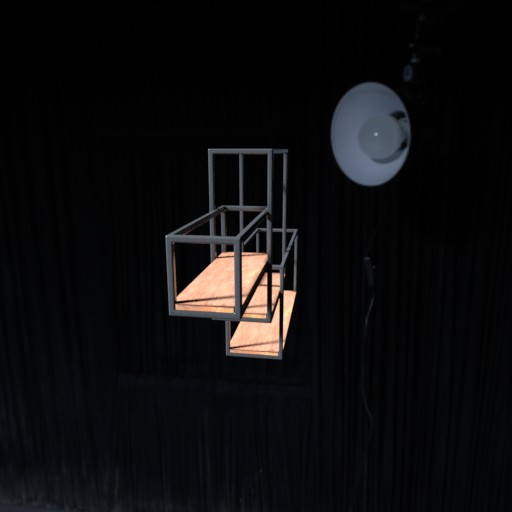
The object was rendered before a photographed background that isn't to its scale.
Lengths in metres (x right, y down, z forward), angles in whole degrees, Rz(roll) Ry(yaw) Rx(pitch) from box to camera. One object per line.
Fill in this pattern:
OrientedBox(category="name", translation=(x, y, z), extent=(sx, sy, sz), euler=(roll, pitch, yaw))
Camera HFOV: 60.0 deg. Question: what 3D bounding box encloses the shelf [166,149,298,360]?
OrientedBox(category="shelf", translation=(0.000, 0.000, 2.071), extent=(0.275, 0.972, 1.781), euler=(2, 14, 9))
